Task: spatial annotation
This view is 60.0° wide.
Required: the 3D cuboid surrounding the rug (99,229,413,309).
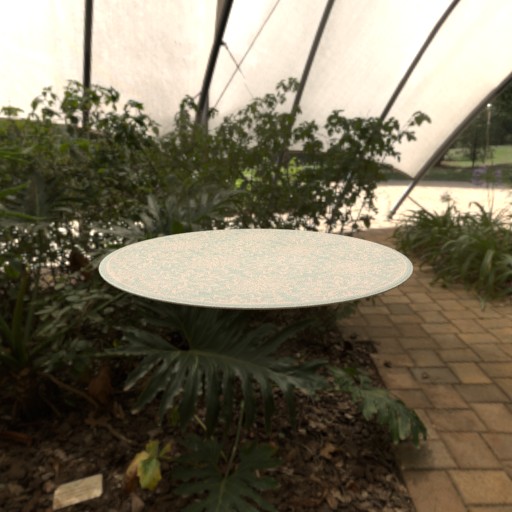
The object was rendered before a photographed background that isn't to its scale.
[{"bbox_3d":[0.000,0.000,2.374,1.593,0.012,1.593,0,14,0],"label":"rug"}]
